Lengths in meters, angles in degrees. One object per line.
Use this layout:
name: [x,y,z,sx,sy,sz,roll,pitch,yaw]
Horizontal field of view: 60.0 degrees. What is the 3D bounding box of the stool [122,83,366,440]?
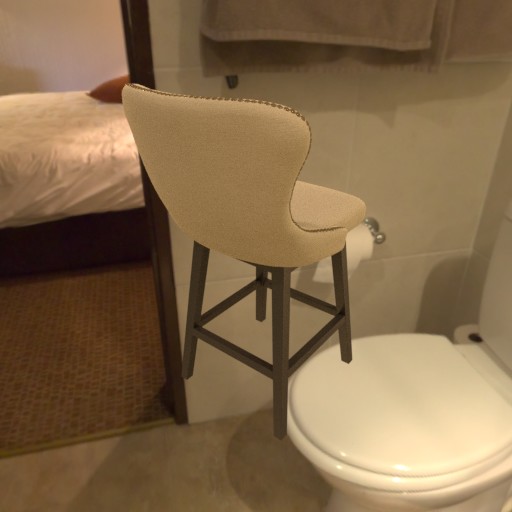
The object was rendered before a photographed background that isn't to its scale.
stool: [0.000,0.000,1.293,0.528,0.971,0.593,21,35,33]
